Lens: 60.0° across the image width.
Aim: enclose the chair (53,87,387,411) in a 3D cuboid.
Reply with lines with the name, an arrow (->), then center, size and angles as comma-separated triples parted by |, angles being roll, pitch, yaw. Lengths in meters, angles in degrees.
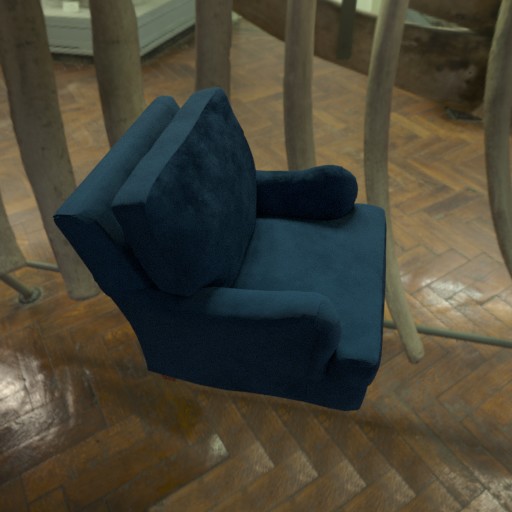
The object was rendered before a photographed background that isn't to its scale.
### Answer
chair -> 0.000, 0.000, 1.840 | 1.078, 1.076, 0.895 | 9, 46, 9
